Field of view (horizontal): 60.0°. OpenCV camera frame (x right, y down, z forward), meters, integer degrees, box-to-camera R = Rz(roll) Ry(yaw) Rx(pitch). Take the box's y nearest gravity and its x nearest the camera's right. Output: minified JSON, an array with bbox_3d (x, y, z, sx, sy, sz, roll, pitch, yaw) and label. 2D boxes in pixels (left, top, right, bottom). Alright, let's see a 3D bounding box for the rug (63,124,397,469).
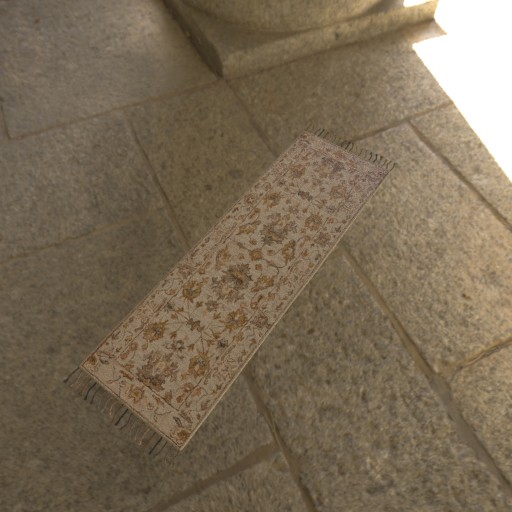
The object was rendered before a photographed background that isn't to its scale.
[{"bbox_3d":[0.000,0.000,2.723,0.729,0.021,2.438,31,62,18],"label":"rug"}]
